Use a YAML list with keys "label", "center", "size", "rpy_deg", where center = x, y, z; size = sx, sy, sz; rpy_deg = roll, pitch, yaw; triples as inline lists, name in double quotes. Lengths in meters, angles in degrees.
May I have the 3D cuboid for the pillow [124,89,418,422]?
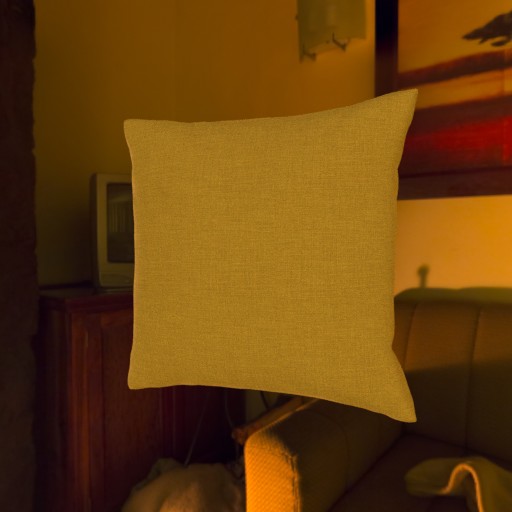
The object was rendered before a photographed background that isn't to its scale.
- label: "pillow"
  center: [0.000, 0.000, 0.753]
  size: [0.517, 0.508, 0.158]
  rpy_deg: [0, 1, 18]
